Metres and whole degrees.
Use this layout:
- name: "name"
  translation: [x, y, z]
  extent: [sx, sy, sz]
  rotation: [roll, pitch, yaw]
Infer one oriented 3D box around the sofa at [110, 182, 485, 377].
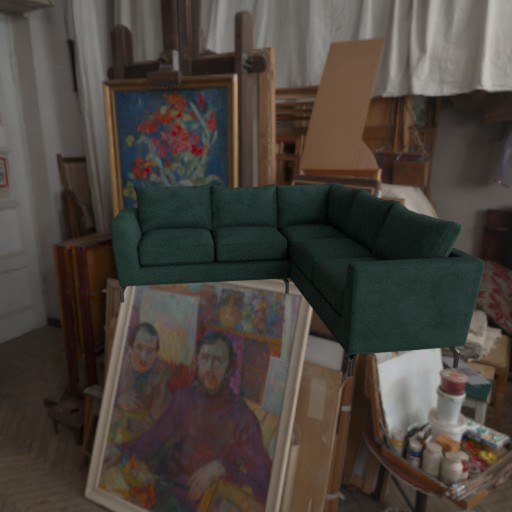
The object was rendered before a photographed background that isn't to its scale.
- name: "sofa"
  translation: [0.000, 0.000, 3.747]
  extent: [2.468, 1.004, 2.452]
  rotation: [-2, 15, -9]
